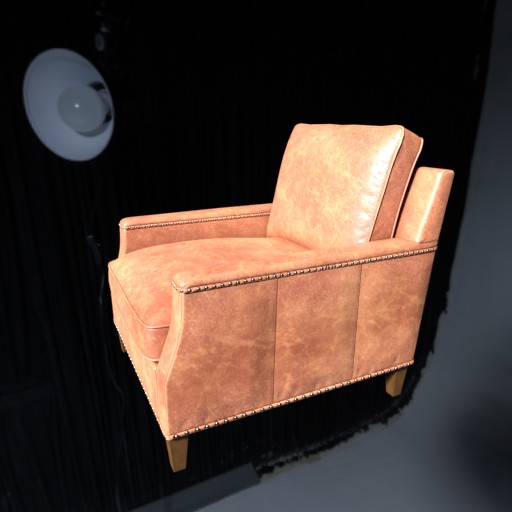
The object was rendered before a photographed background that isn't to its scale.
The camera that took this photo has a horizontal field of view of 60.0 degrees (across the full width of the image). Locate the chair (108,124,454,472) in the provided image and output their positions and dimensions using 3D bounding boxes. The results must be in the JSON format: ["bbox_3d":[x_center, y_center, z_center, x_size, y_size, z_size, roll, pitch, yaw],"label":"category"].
[{"bbox_3d":[0.000,0.000,1.656,1.014,0.943,0.853,-8,19,-25],"label":"chair"}]
